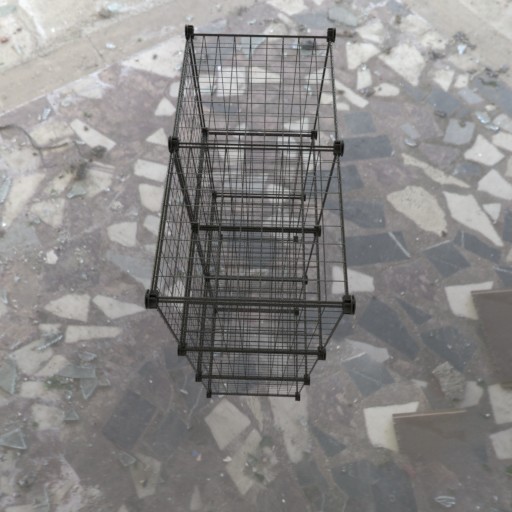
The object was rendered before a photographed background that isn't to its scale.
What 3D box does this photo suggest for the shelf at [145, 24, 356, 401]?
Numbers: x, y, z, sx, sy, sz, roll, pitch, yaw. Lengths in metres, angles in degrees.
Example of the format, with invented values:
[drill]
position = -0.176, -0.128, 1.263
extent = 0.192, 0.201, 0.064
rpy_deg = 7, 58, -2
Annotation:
[shelf]
position = 0.000, 0.000, 1.374
extent = 0.356, 1.067, 0.711
rpy_deg = 2, 64, 1
